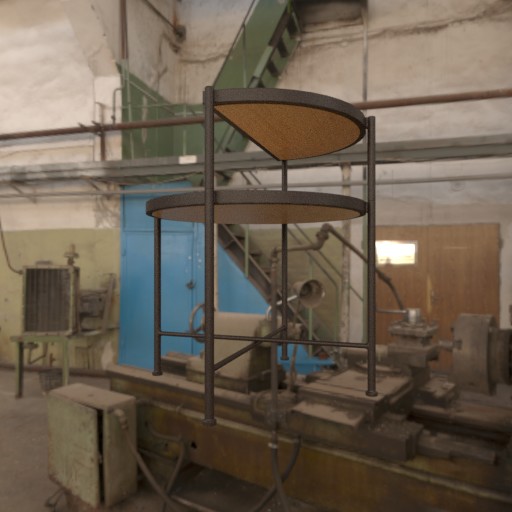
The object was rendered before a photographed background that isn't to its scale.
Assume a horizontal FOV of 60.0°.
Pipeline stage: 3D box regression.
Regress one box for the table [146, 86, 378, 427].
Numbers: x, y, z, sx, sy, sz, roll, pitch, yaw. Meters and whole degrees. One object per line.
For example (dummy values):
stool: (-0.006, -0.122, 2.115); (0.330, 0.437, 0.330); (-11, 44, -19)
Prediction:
table: (0.000, 0.000, 1.185); (0.628, 0.684, 0.629); (0, 0, 18)
